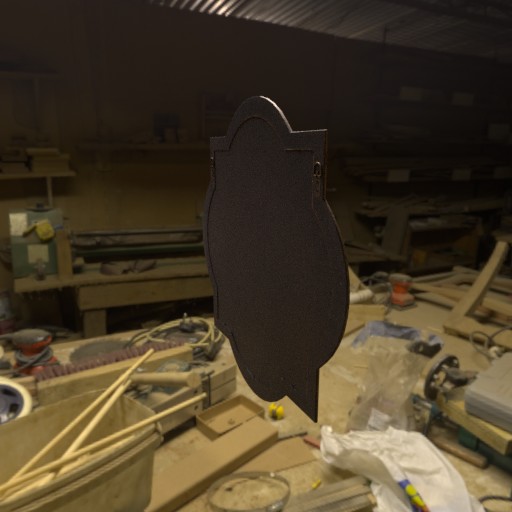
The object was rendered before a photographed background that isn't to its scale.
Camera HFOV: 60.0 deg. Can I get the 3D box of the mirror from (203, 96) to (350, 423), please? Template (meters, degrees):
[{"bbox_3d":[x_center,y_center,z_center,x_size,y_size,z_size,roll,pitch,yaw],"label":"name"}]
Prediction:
[{"bbox_3d":[0.000,0.000,1.035,0.019,0.686,0.686,-6,15,-25],"label":"mirror"}]
